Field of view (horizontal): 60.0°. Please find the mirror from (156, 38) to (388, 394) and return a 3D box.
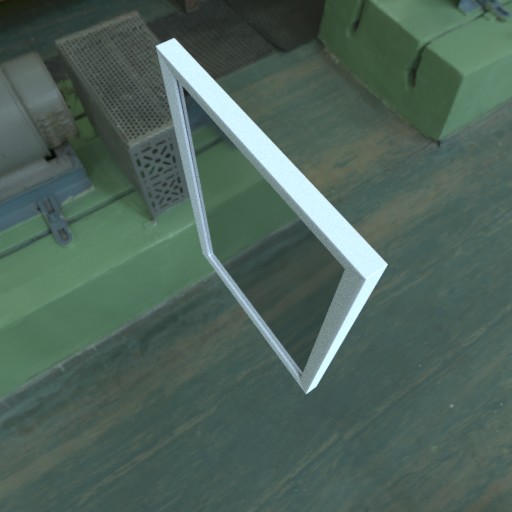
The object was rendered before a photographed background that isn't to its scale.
[{"bbox_3d":[0.000,0.000,0.938,0.040,0.710,0.507,-32,67,-16],"label":"mirror"}]
